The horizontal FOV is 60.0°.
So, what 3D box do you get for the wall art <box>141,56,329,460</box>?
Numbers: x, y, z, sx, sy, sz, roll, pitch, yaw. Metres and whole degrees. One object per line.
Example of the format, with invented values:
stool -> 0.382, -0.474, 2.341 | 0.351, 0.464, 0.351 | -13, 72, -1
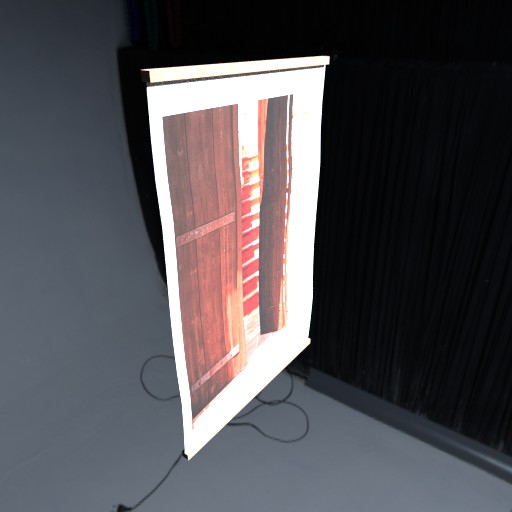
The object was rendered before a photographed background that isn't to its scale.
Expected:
wall art -> 0.000, 0.000, 0.632 | 0.012, 0.508, 0.332 | 19, 32, 33
